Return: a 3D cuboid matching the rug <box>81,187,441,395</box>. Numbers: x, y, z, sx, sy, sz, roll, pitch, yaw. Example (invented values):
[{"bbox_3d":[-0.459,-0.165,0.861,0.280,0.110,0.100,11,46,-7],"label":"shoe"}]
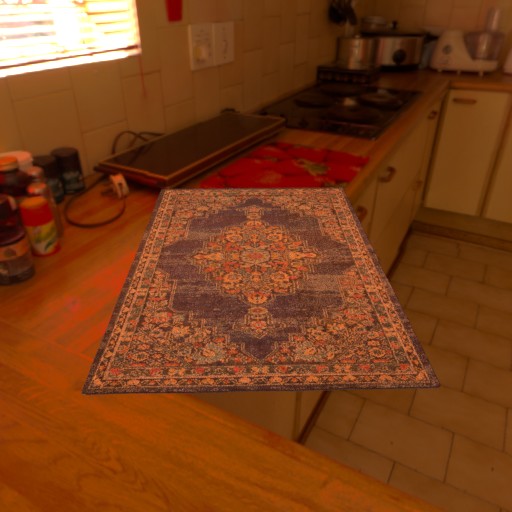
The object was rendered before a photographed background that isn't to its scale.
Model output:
[{"bbox_3d":[0.000,0.000,3.753,2.053,0.011,2.940,-1,31,-1],"label":"rug"}]
